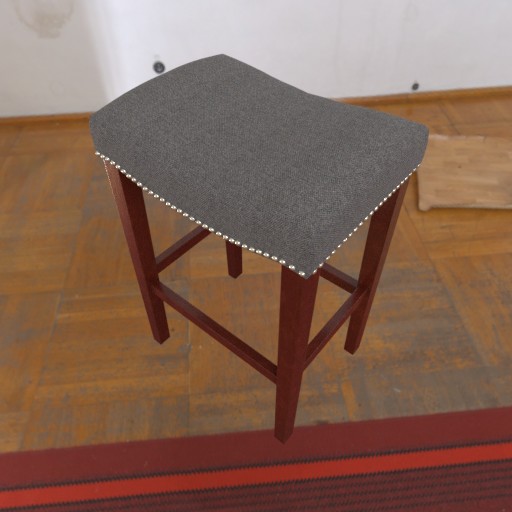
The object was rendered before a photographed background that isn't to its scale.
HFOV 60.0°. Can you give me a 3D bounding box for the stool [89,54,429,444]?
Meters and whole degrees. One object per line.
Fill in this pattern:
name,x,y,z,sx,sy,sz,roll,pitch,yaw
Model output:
stool,0.000,0.000,1.029,0.504,0.742,0.372,31,54,26
